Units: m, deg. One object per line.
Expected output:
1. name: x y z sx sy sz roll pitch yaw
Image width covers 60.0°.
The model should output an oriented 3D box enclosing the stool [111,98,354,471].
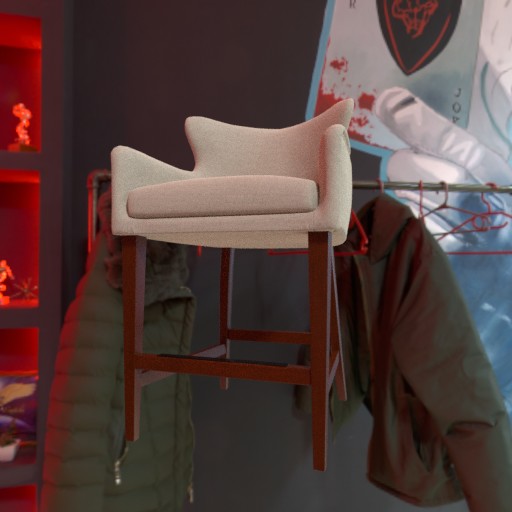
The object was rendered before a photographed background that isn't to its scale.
1. stool: 0.000 0.000 1.362 0.615 0.987 0.637 0 0 19
